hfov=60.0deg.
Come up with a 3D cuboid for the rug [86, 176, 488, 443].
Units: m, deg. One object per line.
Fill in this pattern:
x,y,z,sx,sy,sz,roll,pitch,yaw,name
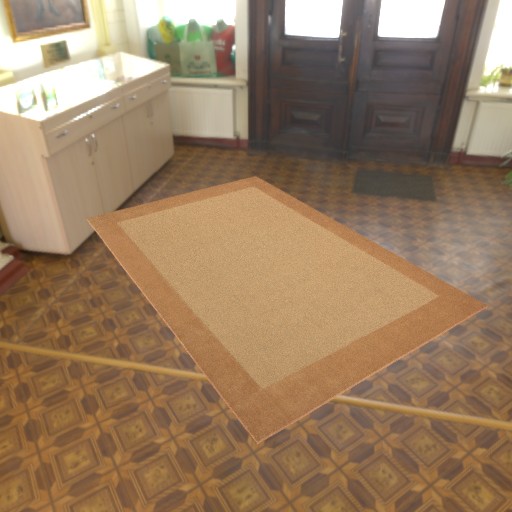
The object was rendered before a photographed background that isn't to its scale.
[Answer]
0.000,0.000,2.299,1.219,0.014,1.829,-20,37,-28,rug
